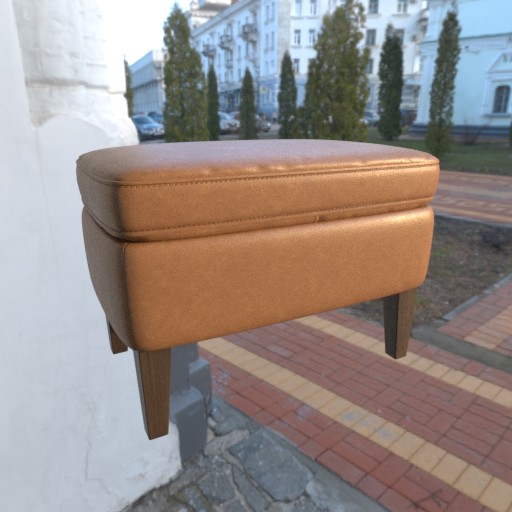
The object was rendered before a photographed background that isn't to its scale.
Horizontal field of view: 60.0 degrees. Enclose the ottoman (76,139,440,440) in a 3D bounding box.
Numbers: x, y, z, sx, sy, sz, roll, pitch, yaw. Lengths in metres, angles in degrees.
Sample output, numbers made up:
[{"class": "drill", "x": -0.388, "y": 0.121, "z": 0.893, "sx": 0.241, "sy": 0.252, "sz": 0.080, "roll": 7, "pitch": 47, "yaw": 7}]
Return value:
[{"class": "ottoman", "x": 0.000, "y": 0.000, "z": 0.962, "sx": 0.670, "sy": 0.480, "sz": 0.420, "roll": -9, "pitch": 20, "yaw": -26}]
